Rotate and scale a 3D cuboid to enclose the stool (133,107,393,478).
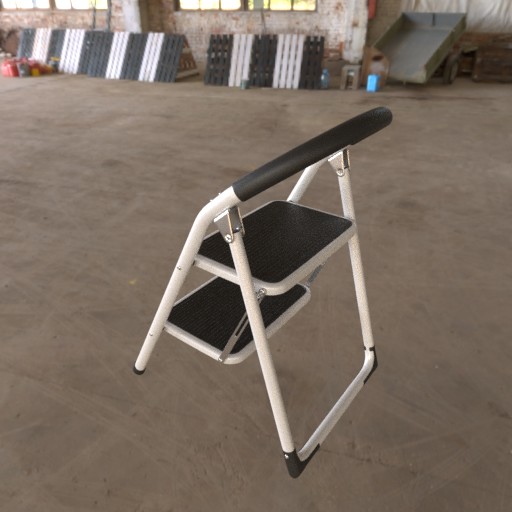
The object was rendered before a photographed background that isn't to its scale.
[{"bbox_3d":[0.000,0.000,1.087,0.559,0.760,0.453,21,36,31],"label":"stool"}]
